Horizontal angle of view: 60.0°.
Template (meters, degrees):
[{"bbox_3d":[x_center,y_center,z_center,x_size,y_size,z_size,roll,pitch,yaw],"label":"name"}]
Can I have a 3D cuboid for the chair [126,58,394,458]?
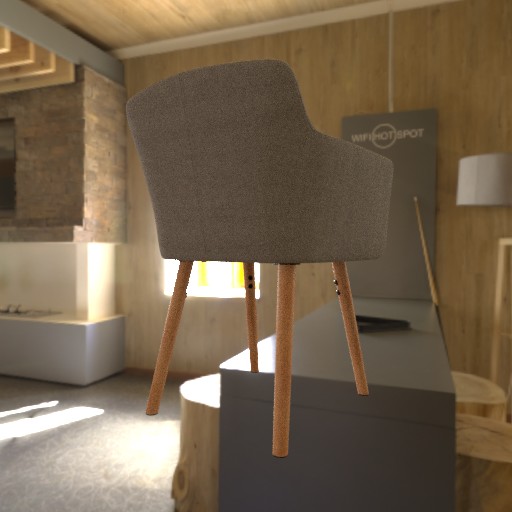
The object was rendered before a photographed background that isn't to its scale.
[{"bbox_3d":[0.000,0.000,1.136,0.570,0.780,0.540,1,2,35],"label":"chair"}]
